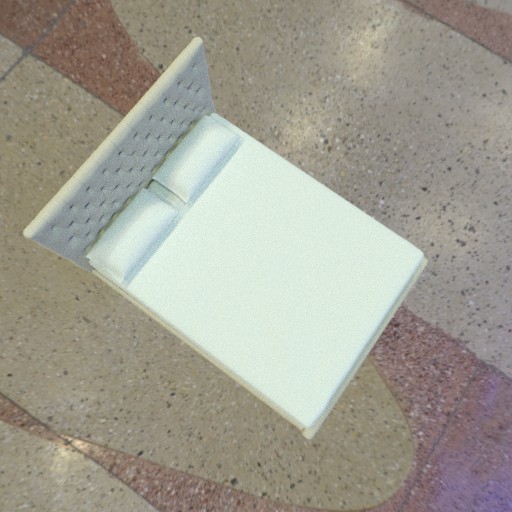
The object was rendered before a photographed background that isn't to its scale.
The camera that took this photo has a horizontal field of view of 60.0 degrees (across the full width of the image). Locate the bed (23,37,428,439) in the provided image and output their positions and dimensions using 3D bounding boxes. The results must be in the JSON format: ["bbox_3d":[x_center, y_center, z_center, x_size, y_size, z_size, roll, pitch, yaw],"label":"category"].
[{"bbox_3d":[0.000,0.000,3.291,2.233,1.426,1.696,35,79,8],"label":"bed"}]
